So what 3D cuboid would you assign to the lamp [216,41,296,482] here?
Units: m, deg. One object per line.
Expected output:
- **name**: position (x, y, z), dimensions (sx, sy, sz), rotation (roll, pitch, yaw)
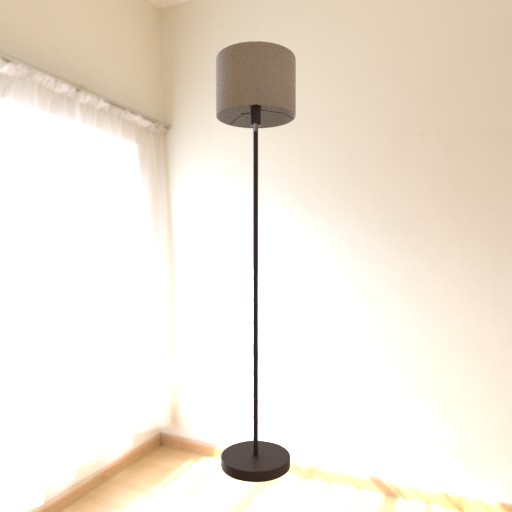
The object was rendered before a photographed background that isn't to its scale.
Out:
- **lamp**: position (0.000, 0.000, 1.770), dimensions (0.324, 1.600, 0.416), rotation (0, 1, -1)
